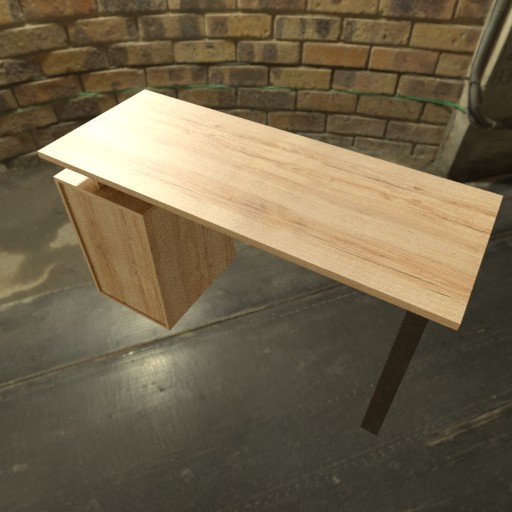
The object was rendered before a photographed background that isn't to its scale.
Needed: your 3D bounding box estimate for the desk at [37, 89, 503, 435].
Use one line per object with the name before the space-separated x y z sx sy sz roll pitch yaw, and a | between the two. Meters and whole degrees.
desk | 0.000 0.000 1.686 1.400 0.760 0.550 23 50 21
